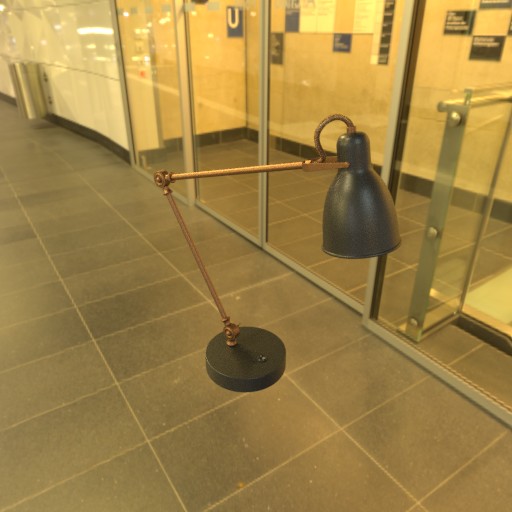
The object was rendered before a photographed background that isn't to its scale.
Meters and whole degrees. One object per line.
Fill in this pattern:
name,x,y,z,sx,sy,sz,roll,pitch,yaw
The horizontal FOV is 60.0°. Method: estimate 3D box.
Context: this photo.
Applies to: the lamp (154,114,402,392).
lamp,0.000,0.000,0.890,0.561,0.587,0.187,19,33,32
